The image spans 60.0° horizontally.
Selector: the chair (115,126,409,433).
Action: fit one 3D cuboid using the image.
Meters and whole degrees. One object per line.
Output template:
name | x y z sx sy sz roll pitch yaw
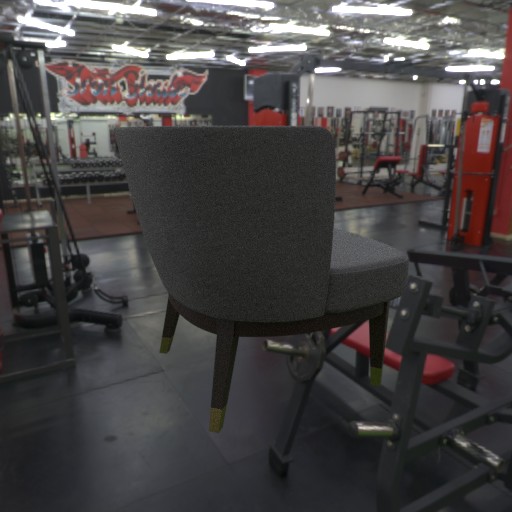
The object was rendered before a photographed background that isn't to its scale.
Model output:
chair | 0.000 0.000 1.247 0.698 0.695 0.639 -8 17 -26
